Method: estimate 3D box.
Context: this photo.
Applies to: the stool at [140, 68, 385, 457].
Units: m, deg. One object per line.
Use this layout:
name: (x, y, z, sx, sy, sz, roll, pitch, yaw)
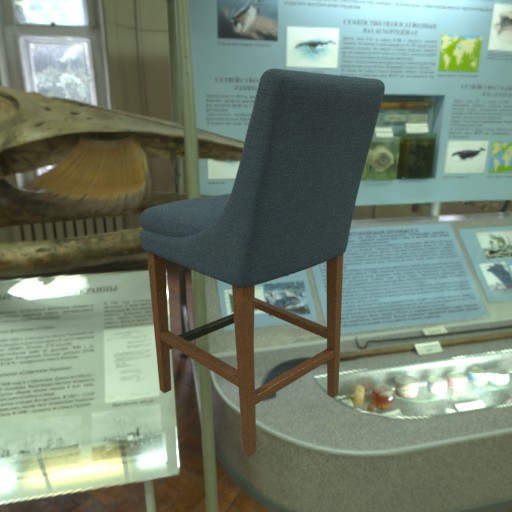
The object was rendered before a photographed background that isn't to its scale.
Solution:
stool: (0.000, 0.000, 1.327, 0.470, 0.981, 0.577, -16, 24, -42)
